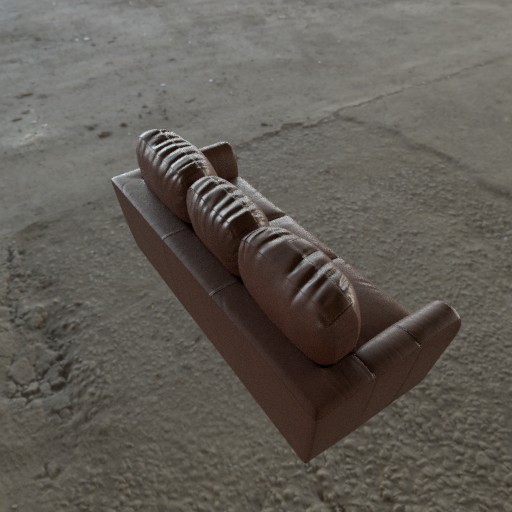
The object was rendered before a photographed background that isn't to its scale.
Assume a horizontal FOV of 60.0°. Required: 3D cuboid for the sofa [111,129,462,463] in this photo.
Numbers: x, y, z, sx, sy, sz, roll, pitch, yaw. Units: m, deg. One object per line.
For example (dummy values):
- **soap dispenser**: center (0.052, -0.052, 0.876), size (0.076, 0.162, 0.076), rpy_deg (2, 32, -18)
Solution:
- **sofa**: center (0.000, 0.000, 2.288), size (0.802, 0.915, 1.862), rpy_deg (-25, 47, -25)
